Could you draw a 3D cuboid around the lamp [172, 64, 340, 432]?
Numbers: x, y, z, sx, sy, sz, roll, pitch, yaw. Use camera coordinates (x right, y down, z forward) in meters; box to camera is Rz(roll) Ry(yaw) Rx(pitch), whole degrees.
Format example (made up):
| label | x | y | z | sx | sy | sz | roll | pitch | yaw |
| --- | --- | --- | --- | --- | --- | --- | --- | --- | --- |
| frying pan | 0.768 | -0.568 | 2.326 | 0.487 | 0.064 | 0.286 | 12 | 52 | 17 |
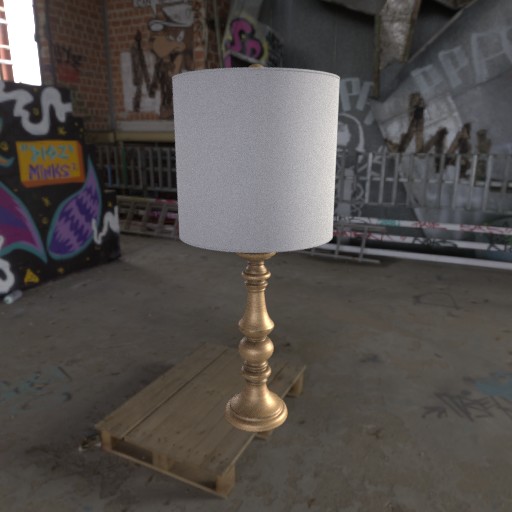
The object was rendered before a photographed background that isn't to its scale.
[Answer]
| label | x | y | z | sx | sy | sz | roll | pitch | yaw |
| --- | --- | --- | --- | --- | --- | --- | --- | --- | --- |
| lamp | 0.000 | 0.000 | 0.743 | 0.250 | 0.597 | 0.250 | -14 | 20 | -42 |
